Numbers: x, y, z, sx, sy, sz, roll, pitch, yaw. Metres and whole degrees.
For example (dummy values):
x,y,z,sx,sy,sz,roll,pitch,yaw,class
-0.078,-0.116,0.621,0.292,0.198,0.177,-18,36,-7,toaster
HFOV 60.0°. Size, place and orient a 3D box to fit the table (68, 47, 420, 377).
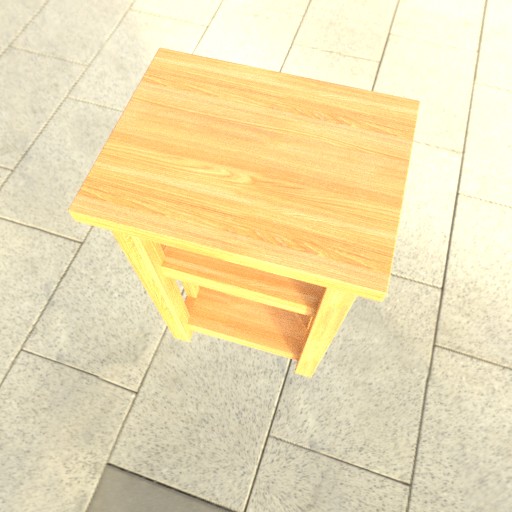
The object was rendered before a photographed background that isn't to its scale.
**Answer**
x,y,z,sx,sy,sz,roll,pitch,yaw,class
0.000,0.000,0.765,0.350,0.550,0.270,15,65,7,table
